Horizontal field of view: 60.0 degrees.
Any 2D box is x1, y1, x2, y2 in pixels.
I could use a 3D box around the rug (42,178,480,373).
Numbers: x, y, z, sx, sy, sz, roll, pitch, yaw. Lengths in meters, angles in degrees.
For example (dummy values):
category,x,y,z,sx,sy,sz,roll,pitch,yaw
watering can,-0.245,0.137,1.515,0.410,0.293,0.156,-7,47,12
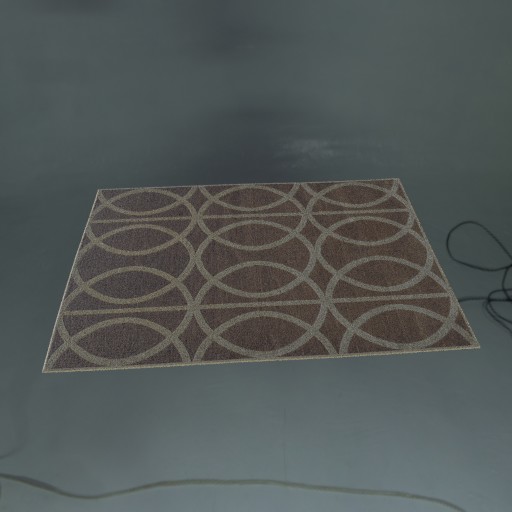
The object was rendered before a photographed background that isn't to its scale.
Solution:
category,x,y,z,sx,sy,sz,roll,pitch,yaw
rug,0.000,0.000,2.825,2.290,0.014,1.526,-3,46,-3
